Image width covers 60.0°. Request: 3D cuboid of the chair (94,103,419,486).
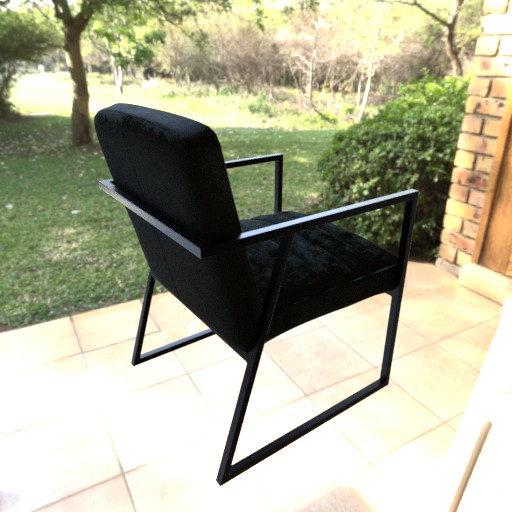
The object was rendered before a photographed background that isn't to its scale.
[{"bbox_3d":[0.000,0.000,1.256,0.677,0.833,0.571,-17,29,-32],"label":"chair"}]
